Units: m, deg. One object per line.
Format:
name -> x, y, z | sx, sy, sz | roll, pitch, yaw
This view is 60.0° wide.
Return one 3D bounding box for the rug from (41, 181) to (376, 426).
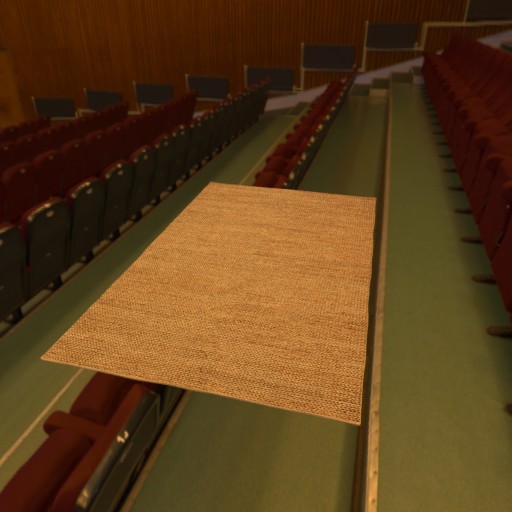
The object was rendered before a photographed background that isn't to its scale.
rug -> 0.000, 0.000, 2.991 | 1.521, 0.034, 2.438 | 7, 31, 13
